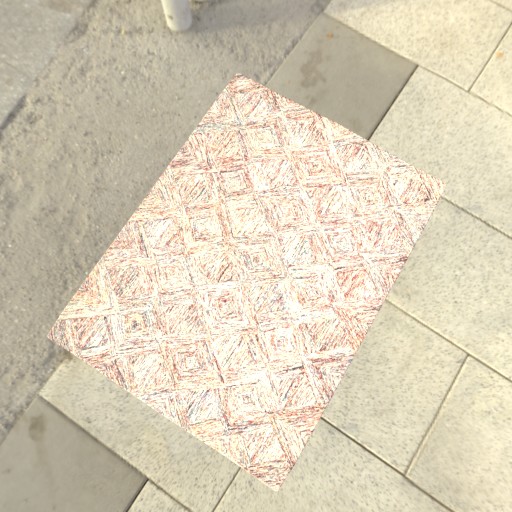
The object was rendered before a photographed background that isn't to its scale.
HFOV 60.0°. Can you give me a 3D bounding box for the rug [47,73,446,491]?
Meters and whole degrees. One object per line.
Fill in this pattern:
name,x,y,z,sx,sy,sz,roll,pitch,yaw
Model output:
rug,0.000,0.000,4.138,2.436,0.024,3.226,31,77,8
